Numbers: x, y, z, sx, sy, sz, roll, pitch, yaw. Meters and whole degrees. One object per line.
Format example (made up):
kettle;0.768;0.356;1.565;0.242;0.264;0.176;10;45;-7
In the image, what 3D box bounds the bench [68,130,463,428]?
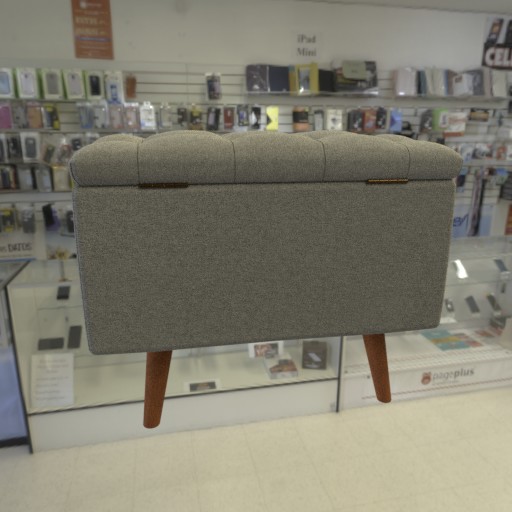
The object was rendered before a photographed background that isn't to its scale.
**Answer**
bench;0.000;0.000;0.862;0.572;0.469;0.417;-3;16;-10
